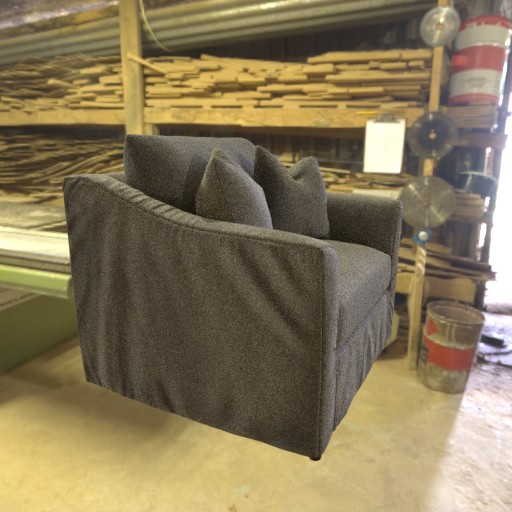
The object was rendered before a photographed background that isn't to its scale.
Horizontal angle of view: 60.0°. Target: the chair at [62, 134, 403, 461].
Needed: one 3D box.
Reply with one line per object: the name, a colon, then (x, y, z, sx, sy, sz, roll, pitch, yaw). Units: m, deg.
chair: (0.000, 0.000, 2.009, 1.071, 1.059, 1.194, 7, 16, 27)
